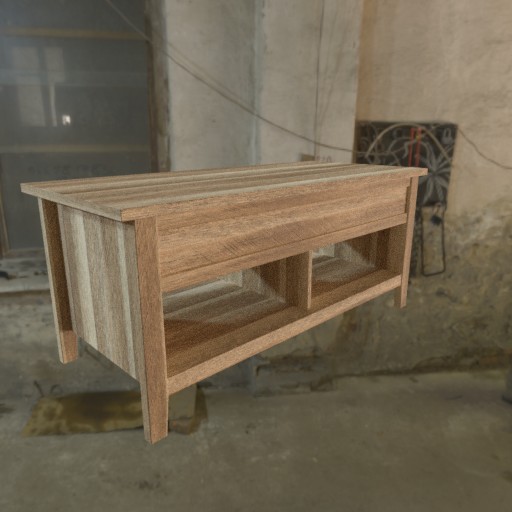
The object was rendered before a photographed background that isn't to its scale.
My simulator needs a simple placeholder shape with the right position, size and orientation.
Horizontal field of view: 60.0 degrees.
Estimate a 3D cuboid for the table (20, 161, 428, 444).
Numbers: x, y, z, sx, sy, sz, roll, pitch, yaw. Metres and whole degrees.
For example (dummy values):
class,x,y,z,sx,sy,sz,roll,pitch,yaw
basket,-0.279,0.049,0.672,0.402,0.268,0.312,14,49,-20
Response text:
class,x,y,z,sx,sy,sz,roll,pitch,yaw
table,0.000,0.000,1.324,1.095,0.480,0.493,-15,22,-42
